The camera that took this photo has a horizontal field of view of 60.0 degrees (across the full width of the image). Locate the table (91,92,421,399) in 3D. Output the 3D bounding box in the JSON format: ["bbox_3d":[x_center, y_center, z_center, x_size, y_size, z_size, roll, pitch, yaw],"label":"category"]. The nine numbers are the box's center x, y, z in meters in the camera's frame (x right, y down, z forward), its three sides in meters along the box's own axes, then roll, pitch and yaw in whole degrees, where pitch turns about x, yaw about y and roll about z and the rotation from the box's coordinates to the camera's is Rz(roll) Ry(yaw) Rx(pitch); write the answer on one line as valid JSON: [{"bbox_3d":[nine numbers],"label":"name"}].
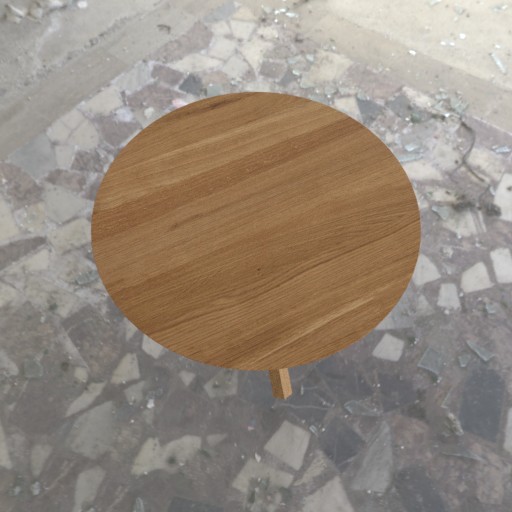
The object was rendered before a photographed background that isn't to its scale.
[{"bbox_3d":[0.000,0.000,1.707,1.038,0.666,1.038,0,62,0],"label":"table"}]
